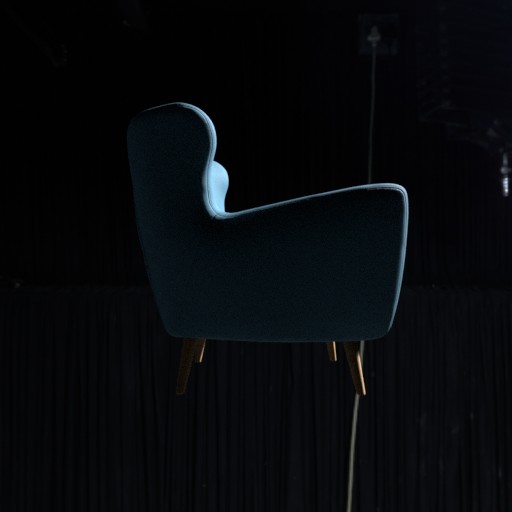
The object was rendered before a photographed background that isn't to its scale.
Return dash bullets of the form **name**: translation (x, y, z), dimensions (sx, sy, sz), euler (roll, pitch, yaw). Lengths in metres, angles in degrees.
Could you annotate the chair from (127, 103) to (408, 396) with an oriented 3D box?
- **chair**: translation (0.000, 0.000, 1.660), dimensions (0.889, 0.889, 0.890), euler (0, -1, 0)
